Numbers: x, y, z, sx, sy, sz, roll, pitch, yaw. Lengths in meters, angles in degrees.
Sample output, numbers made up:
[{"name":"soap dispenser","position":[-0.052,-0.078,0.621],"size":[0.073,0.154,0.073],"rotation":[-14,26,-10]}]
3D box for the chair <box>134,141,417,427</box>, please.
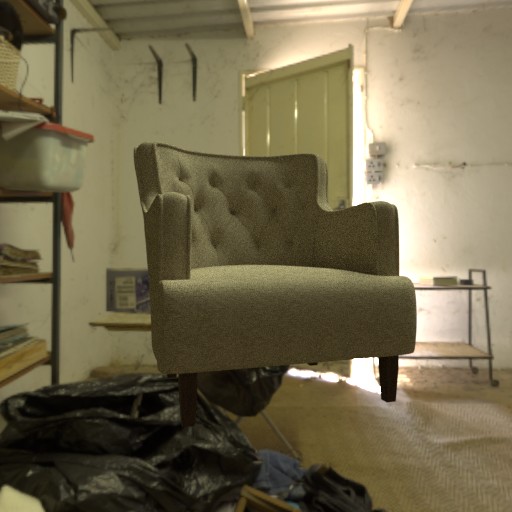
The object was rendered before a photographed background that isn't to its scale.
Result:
[{"name":"chair","position":[0.000,0.000,1.668],"size":[0.820,0.920,0.910],"rotation":[0,0,-18]}]
